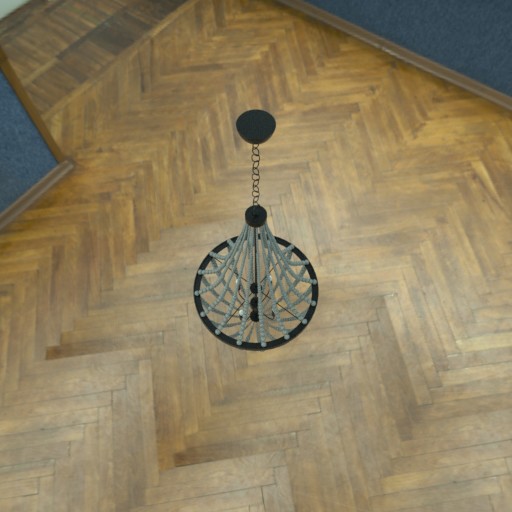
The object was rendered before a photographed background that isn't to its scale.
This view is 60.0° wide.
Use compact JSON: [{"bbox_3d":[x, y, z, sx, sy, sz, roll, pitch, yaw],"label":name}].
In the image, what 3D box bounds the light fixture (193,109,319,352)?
[{"bbox_3d":[0.000,0.000,1.369,0.450,1.133,0.450,0,63,0],"label":"light fixture"}]
